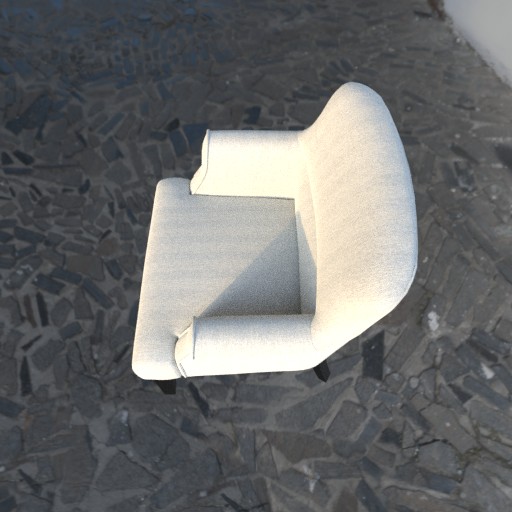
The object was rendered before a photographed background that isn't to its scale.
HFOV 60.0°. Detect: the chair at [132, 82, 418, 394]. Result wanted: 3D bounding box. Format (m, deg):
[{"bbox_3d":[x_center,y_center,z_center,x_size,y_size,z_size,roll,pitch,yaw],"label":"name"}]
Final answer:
[{"bbox_3d":[0.000,0.000,1.440,0.750,0.875,0.781,0,60,0],"label":"chair"}]
